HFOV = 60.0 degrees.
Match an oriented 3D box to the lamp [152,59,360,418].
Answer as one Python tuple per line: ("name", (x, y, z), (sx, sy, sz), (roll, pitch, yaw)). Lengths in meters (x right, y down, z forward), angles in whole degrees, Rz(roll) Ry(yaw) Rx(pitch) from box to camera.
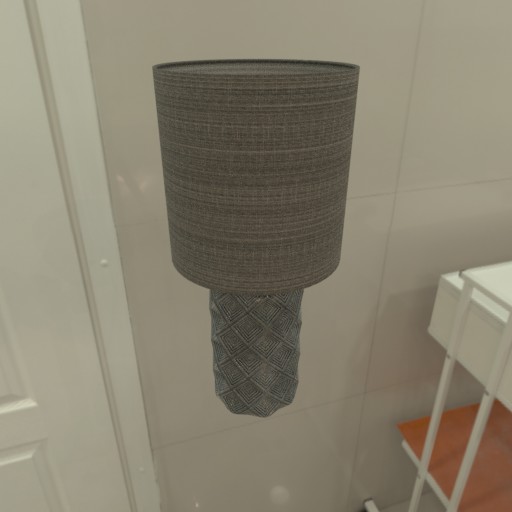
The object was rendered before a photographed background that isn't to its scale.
("lamp", (0.000, 0.000, 0.714), (0.268, 0.566, 0.269), (-9, 28, -17))
